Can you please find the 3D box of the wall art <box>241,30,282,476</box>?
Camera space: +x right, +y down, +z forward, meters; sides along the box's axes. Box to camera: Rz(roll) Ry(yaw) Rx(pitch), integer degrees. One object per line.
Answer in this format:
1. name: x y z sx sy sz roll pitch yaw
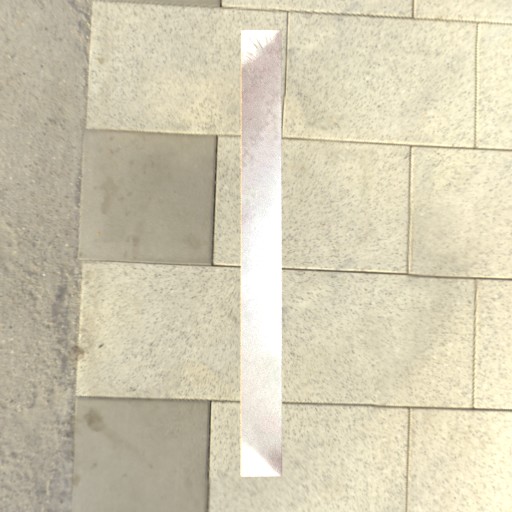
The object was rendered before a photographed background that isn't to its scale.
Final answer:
1. wall art: 0.000 0.000 0.452 0.028 0.303 0.303 0 89 -1
